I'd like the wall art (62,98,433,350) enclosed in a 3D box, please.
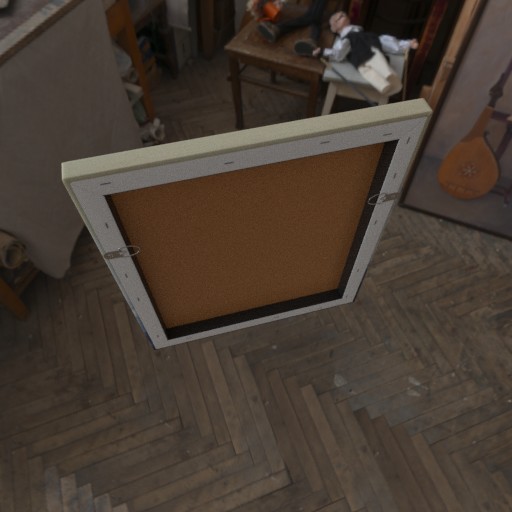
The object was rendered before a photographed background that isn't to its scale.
[{"bbox_3d":[0.000,0.000,1.007,0.608,0.710,0.041,-12,58,-8],"label":"wall art"}]
